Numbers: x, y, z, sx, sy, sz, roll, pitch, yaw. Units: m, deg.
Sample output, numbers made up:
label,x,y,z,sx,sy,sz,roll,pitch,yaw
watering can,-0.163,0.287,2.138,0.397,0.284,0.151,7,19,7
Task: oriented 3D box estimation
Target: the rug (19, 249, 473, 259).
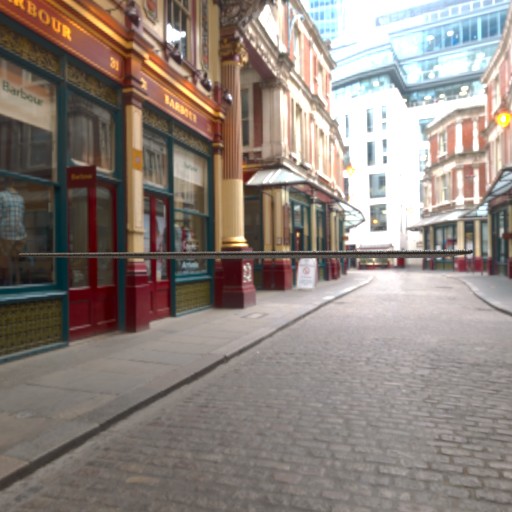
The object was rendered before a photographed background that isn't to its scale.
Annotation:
label,x,y,z,sx,sy,sz,roll,pitch,yaw
rug,0.000,0.000,2.150,1.748,0.014,1.144,0,-1,18
